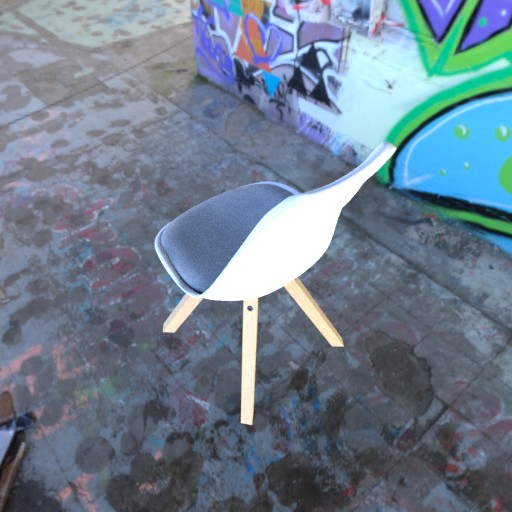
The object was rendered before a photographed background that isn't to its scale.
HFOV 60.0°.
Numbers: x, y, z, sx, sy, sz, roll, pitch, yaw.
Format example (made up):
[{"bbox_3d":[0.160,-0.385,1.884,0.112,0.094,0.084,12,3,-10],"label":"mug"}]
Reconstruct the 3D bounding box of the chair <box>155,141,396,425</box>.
[{"bbox_3d":[0.000,0.000,1.231,0.485,0.850,0.550,-32,54,-27],"label":"chair"}]
